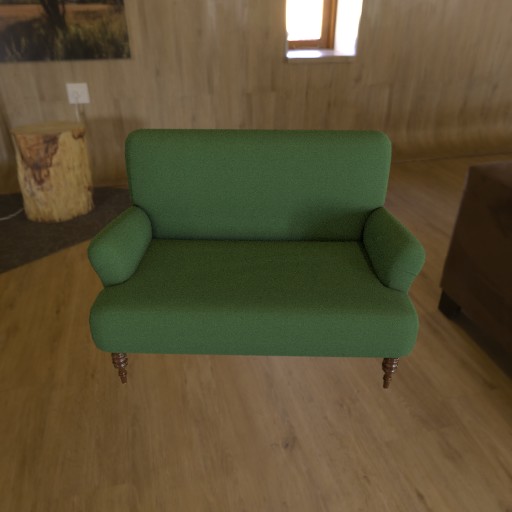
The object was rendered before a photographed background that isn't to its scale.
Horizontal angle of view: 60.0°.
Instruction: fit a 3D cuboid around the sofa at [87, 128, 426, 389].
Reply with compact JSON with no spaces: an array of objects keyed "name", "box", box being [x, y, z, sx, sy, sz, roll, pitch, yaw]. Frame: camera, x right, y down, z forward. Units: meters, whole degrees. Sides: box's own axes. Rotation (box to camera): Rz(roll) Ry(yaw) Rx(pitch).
[{"name":"sofa","box":[0.000,0.000,1.880,1.297,0.889,0.779,1,29,1]}]
